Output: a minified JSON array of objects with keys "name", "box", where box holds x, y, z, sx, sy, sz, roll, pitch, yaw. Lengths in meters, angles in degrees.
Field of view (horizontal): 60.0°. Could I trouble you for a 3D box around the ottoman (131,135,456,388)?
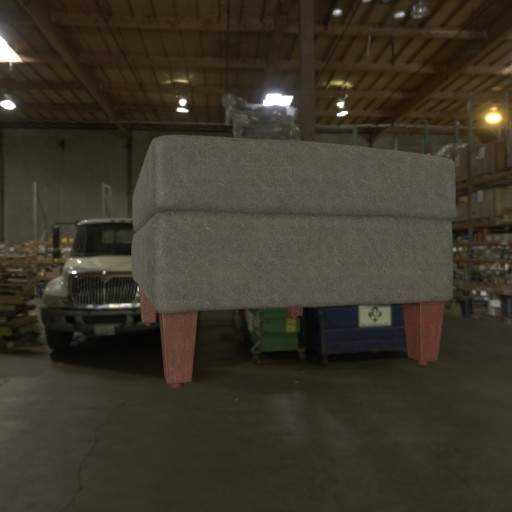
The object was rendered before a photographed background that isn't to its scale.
[{"name":"ottoman","box":[0.000,0.000,1.221,0.639,0.464,0.839,0,0,-18]}]
